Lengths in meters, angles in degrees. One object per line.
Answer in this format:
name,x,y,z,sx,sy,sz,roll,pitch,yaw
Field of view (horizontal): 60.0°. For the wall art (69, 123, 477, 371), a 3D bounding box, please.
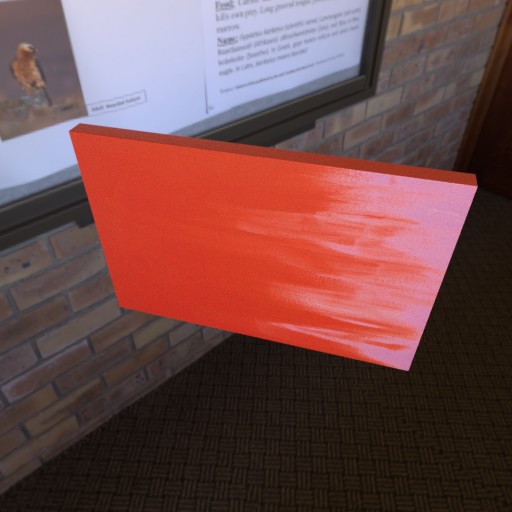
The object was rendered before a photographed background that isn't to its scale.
wall art,0.000,0.000,0.781,0.607,0.405,0.033,10,42,12
